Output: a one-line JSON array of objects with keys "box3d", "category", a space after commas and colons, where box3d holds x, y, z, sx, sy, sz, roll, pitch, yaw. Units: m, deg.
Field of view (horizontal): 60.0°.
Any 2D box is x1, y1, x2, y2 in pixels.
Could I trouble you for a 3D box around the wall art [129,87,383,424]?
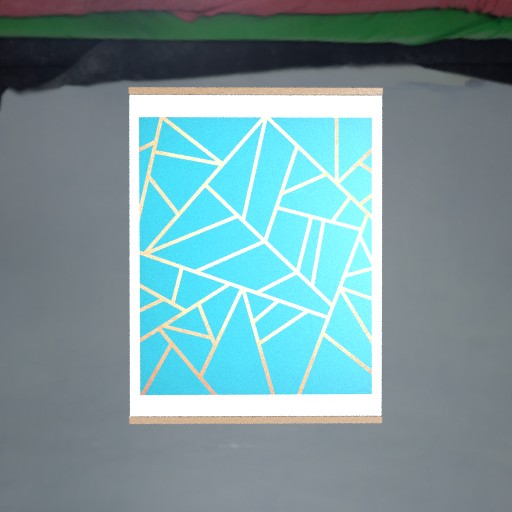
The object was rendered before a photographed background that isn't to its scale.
[{"box3d": [0.000, 0.000, 0.808, 0.459, 0.608, 0.012, 0, 0, 0], "category": "wall art"}]
